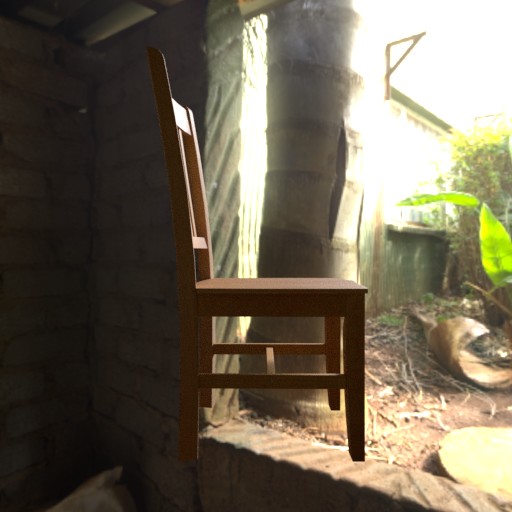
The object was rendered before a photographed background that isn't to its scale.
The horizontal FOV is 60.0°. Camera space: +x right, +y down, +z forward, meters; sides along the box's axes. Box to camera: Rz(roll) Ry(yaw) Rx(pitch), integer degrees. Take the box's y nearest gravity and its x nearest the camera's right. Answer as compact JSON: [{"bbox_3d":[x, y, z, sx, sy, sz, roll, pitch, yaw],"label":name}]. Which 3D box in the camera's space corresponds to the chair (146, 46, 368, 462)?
[{"bbox_3d":[0.000,0.000,1.273,0.556,0.998,0.450,0,1,1],"label":"chair"}]
